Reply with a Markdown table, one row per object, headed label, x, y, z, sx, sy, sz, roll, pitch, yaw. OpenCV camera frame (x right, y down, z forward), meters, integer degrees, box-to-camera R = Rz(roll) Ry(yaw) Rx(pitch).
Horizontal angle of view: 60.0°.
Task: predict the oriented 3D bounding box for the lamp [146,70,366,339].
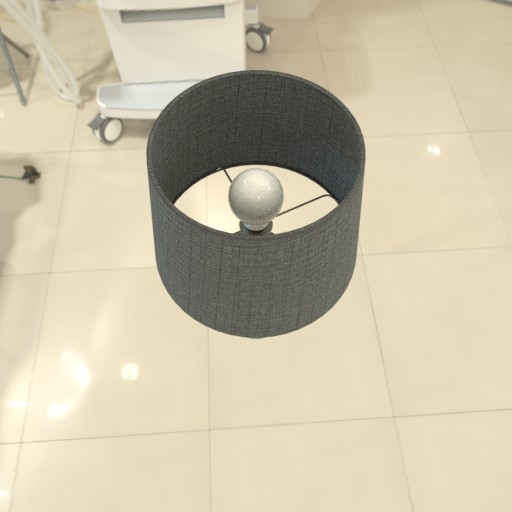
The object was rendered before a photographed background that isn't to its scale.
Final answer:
| label | x | y | z | sx | sy | sz | roll | pitch | yaw |
| --- | --- | --- | --- | --- | --- | --- | --- | --- | --- |
| lamp | 0.000 | 0.000 | 0.591 | 0.251 | 0.429 | 0.251 | 0 | 62 | 0 |
